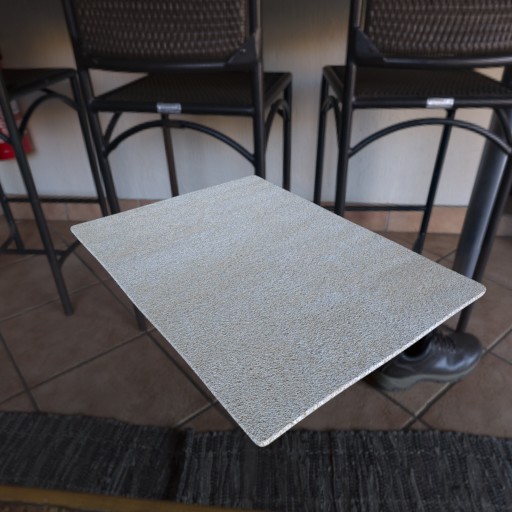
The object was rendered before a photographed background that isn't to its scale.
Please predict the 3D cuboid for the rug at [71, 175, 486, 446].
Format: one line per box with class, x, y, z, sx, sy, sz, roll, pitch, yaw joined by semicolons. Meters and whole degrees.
rug;0.000;0.000;2.061;1.199;0.025;1.600;-22;38;-31
